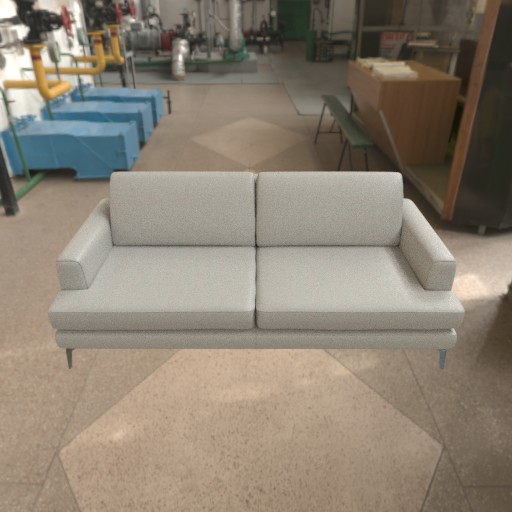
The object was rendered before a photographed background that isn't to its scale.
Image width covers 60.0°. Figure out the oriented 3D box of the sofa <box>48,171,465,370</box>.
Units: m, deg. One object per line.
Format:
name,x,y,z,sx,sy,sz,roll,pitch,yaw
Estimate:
sofa,0.000,0.000,2.428,1.940,0.765,0.974,0,31,0
